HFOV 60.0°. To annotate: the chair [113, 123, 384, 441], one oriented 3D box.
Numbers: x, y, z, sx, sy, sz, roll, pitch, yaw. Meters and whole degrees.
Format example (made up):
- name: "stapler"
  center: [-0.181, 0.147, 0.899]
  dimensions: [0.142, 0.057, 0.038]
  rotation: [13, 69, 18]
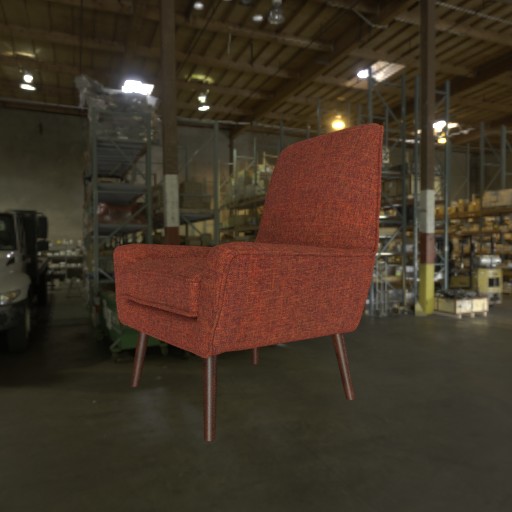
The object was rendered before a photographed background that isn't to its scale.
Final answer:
- name: "chair"
  center: [0.000, 0.000, 1.519]
  dimensions: [0.784, 0.911, 0.803]
  rotation: [-1, 1, -35]
